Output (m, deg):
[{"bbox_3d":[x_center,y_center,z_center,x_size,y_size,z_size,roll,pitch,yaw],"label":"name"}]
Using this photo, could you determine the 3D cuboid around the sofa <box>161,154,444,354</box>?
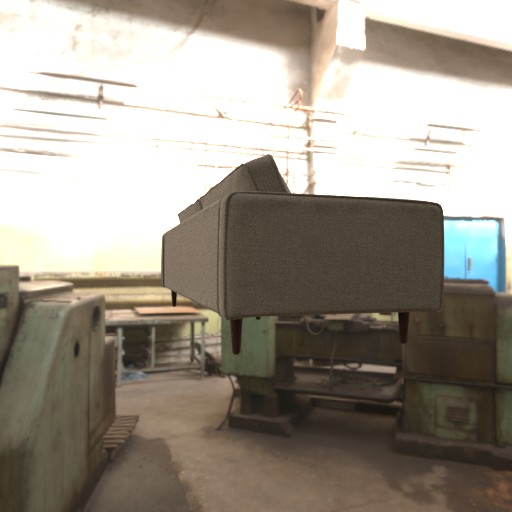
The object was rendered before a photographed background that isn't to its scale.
[{"bbox_3d":[0.000,0.000,2.658,0.914,0.762,2.211,0,-1,-18],"label":"sofa"}]
